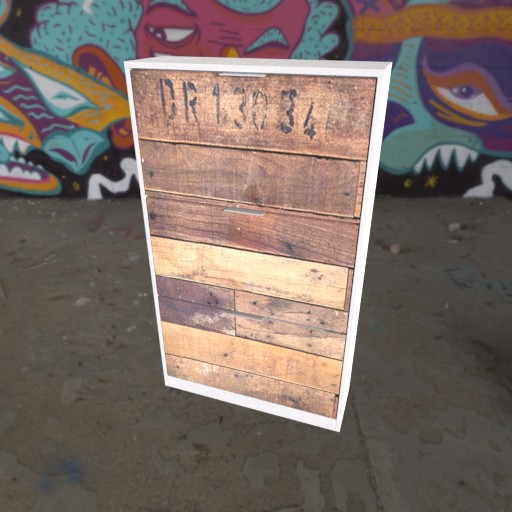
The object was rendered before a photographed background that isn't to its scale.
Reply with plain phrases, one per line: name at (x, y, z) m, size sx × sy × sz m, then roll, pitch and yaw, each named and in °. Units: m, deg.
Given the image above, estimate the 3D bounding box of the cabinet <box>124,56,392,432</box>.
cabinet at (0.000, 0.000, 1.591) m, size 0.750 × 1.280 × 0.250 m, roll 9°, pitch 29°, yaw 17°
